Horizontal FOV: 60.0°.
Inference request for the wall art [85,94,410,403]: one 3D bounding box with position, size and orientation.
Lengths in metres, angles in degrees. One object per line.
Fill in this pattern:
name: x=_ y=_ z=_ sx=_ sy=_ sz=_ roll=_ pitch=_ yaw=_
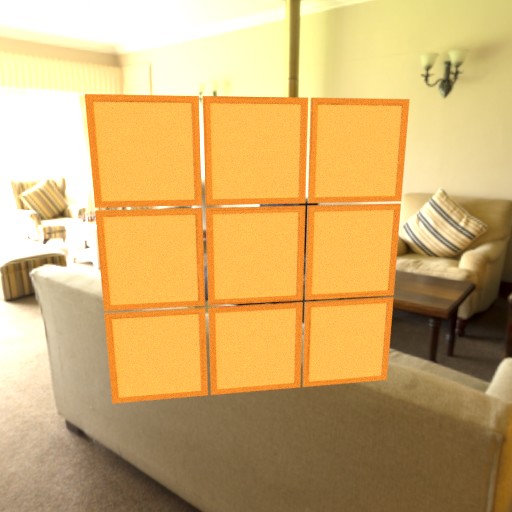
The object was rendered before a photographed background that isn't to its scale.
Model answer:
wall art: x=0.000 y=0.000 z=2.243 sx=1.517 sy=1.523 sz=0.013 roll=-2 pitch=14 yaw=-9
